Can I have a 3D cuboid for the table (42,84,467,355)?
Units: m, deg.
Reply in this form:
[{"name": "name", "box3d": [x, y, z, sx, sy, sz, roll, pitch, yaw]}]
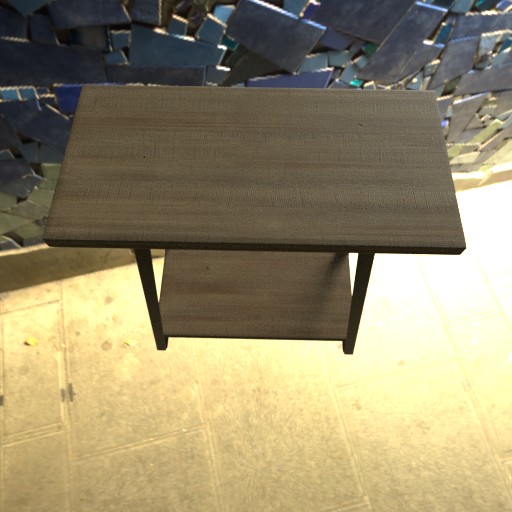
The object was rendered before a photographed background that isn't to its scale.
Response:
[{"name": "table", "box3d": [0.000, 0.000, 1.004, 0.599, 0.701, 0.300, 1, 64, 1]}]
